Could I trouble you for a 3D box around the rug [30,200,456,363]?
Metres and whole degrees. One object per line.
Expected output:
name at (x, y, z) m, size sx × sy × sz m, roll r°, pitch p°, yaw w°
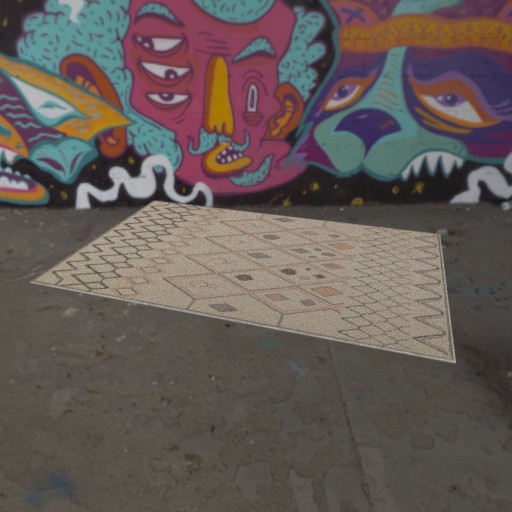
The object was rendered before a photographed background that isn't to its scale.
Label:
rug at (0.000, 0.000, 3.041) m, size 2.438 × 0.015 × 1.524 m, roll 8°, pitch 28°, yaw 16°
